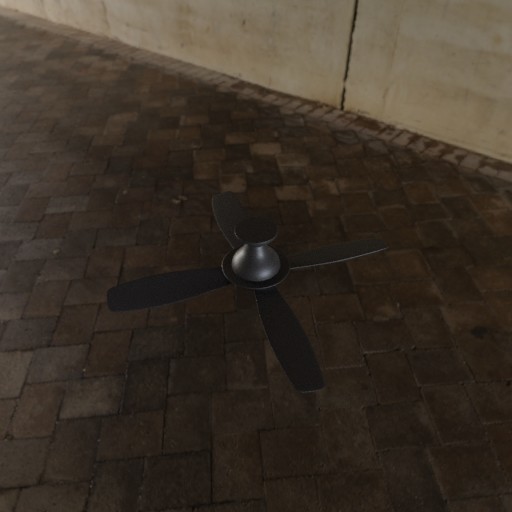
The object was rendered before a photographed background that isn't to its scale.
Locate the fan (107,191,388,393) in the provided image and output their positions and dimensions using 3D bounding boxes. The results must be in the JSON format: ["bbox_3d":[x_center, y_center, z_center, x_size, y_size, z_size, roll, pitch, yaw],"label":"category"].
[{"bbox_3d":[0.000,0.000,2.532,1.694,0.382,1.694,-12,42,-13],"label":"fan"}]
